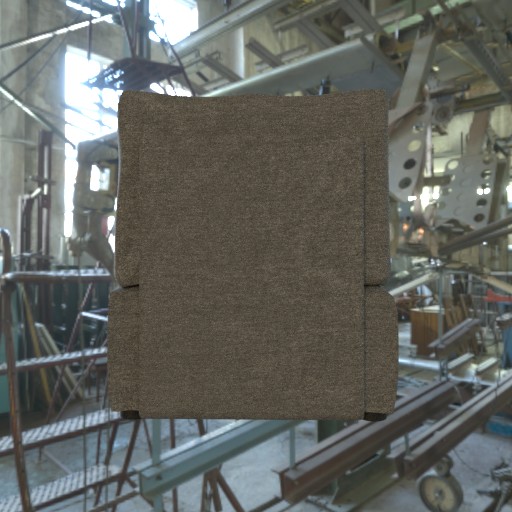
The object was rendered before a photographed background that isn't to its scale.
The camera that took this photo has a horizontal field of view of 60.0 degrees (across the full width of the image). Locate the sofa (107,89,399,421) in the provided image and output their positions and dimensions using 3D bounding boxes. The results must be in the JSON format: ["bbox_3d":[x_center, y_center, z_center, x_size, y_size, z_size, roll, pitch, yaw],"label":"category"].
[{"bbox_3d":[0.000,0.000,1.540,0.700,0.820,1.000,0,-1,1],"label":"sofa"}]
